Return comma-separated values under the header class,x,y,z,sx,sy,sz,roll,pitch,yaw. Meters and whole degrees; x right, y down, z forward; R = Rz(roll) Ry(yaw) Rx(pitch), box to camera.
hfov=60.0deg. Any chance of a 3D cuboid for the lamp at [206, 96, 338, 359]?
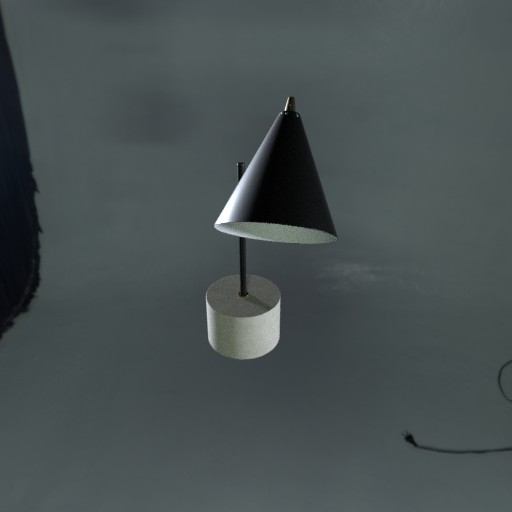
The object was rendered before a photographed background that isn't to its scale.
class,x,y,z,sx,sy,sz,roll,pitch,yaw
lamp,0.000,0.000,0.729,0.214,0.518,0.403,1,31,2
